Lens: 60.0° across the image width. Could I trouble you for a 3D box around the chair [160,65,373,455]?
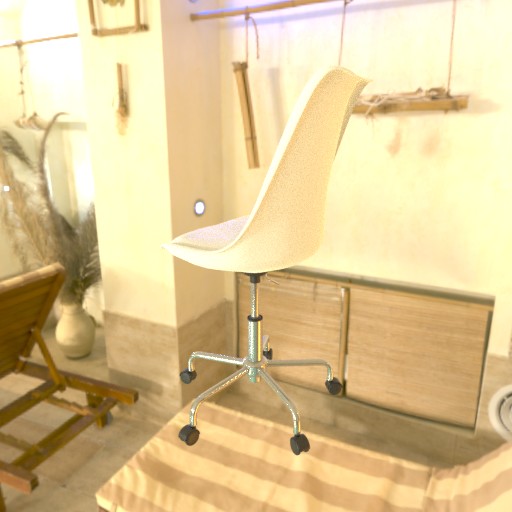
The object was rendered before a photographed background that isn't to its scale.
[{"bbox_3d":[0.000,0.000,1.238,0.550,0.930,0.550,8,18,26],"label":"chair"}]
